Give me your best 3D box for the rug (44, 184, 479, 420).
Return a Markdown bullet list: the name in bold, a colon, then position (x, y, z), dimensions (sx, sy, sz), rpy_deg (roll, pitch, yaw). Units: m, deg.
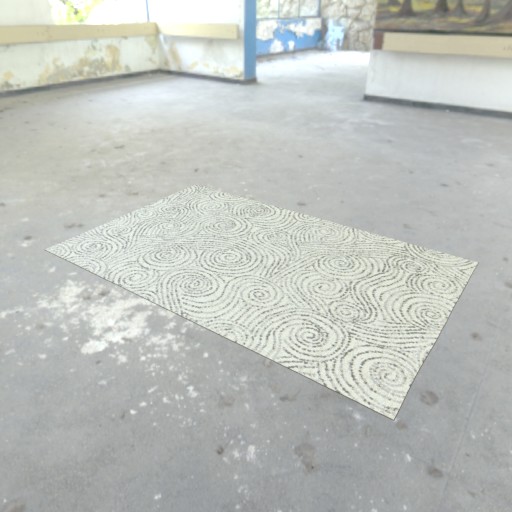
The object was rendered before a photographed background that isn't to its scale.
- **rug**: position (0.000, 0.000, 2.927), dimensions (2.439, 0.005, 1.524), rpy_deg (19, 35, 30)
